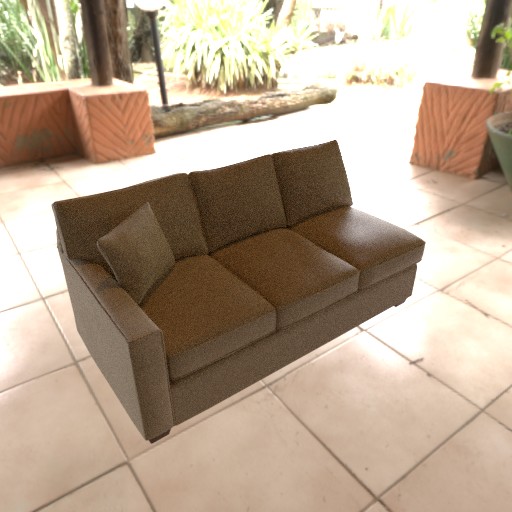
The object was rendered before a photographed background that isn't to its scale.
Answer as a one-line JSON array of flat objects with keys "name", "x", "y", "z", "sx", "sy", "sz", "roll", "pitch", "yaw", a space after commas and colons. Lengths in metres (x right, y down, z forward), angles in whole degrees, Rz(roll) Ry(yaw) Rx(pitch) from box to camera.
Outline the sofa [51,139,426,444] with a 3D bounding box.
[{"name": "sofa", "x": 0.000, "y": 0.000, "z": 2.625, "sx": 1.962, "sy": 0.946, "sz": 1.034, "roll": -20, "pitch": 35, "yaw": -31}]
